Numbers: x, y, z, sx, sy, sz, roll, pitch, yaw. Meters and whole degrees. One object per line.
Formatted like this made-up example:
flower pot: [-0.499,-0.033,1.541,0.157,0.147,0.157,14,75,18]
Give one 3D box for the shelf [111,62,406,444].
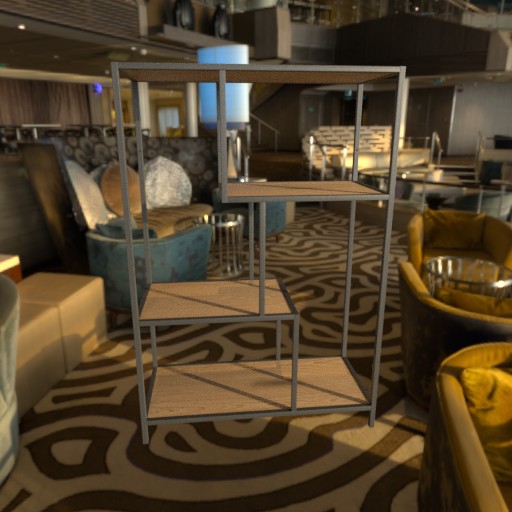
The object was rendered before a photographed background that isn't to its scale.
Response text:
shelf: [0.000,0.000,1.475,0.770,1.138,0.350,-2,16,-6]
